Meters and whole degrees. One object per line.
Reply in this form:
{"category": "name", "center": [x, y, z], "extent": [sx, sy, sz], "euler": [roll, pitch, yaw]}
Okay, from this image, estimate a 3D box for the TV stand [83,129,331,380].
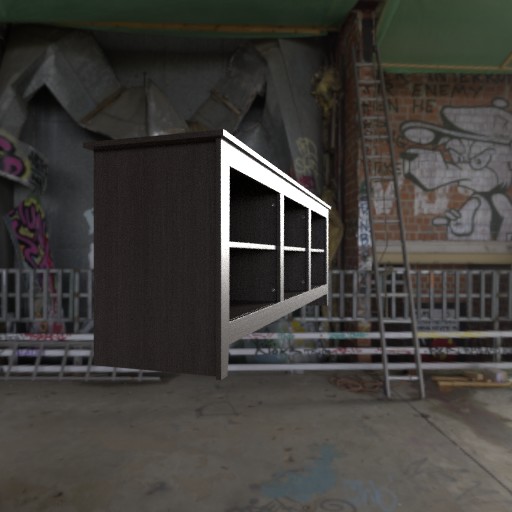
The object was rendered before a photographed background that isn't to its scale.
{"category": "TV stand", "center": [0.000, 0.000, 1.975], "extent": [0.406, 0.610, 1.778], "euler": [0, 0, 18]}
